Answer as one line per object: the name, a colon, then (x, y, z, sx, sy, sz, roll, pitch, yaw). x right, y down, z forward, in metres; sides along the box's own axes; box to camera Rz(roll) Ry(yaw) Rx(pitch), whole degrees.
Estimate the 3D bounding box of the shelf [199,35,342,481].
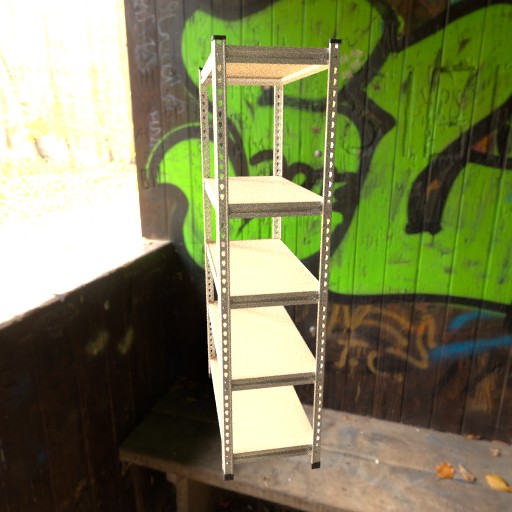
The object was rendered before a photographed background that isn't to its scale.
shelf: (0.000, 0.000, 2.208, 0.457, 1.829, 0.914, -3, 17, -10)
